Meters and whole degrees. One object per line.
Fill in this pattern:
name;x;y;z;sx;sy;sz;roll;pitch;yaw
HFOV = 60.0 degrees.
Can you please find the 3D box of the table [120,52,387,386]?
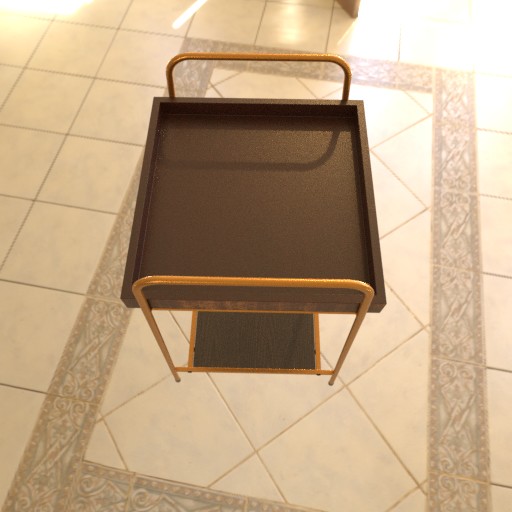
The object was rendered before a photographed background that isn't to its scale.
table;0.000;0.000;0.980;0.430;0.710;0.430;1;64;1
